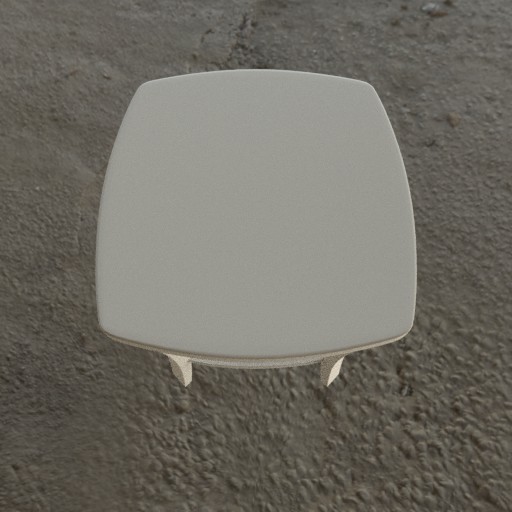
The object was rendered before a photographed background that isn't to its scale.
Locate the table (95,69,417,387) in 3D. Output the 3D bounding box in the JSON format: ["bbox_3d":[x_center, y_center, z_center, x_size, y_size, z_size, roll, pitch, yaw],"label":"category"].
[{"bbox_3d":[0.000,0.000,0.846,0.451,0.438,0.502,0,63,0],"label":"table"}]
